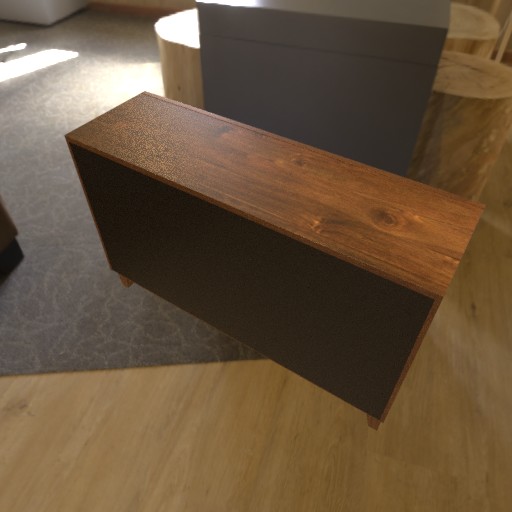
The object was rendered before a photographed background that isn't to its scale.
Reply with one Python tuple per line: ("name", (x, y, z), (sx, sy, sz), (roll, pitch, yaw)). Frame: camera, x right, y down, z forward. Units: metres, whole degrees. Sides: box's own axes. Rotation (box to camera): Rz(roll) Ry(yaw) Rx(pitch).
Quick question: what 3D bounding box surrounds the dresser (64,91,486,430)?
("dresser", (0.000, 0.000, 1.807), (1.400, 0.873, 0.446), (25, 51, 22))
